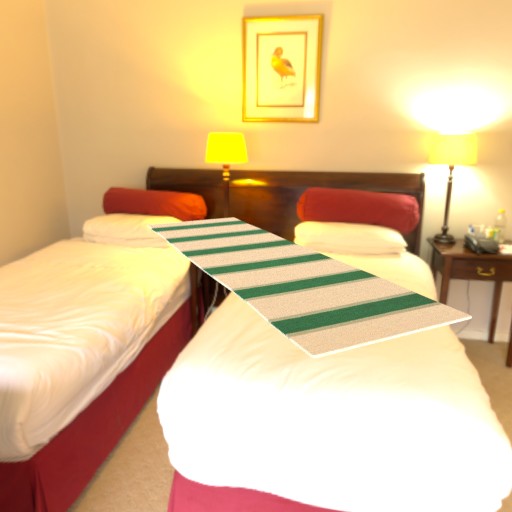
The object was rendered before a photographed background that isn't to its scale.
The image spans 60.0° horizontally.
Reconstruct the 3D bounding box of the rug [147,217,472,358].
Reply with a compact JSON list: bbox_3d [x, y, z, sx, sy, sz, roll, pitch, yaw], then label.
[{"bbox_3d":[0.000,0.000,2.685,0.768,0.012,2.438,-7,17,-25],"label":"rug"}]
